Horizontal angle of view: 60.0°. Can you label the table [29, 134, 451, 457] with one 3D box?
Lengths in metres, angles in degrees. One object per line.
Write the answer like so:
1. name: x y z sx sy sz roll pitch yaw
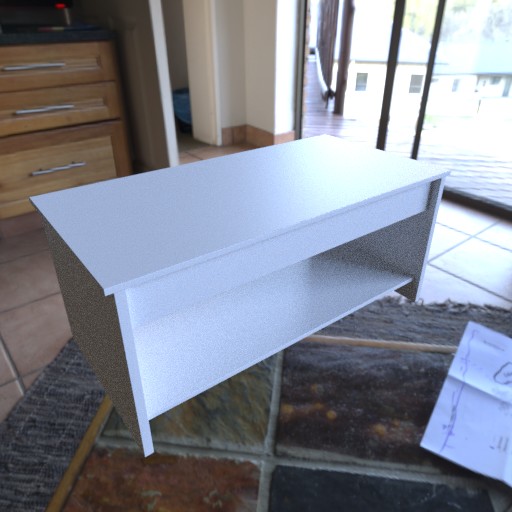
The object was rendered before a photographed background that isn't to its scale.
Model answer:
1. table: 0.000 0.000 1.268 1.000 0.441 0.500 -20 35 -32
